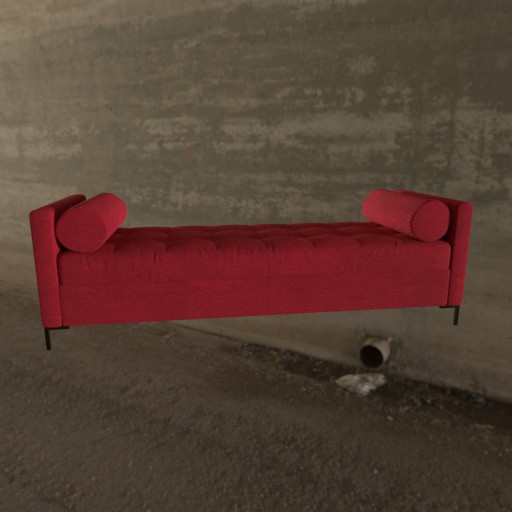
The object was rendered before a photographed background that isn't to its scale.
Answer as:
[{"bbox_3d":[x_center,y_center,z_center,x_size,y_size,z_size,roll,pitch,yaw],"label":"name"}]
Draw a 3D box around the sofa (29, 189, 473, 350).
[{"bbox_3d":[0.000,0.000,2.340,1.981,0.635,0.686,-2,14,-8],"label":"sofa"}]
